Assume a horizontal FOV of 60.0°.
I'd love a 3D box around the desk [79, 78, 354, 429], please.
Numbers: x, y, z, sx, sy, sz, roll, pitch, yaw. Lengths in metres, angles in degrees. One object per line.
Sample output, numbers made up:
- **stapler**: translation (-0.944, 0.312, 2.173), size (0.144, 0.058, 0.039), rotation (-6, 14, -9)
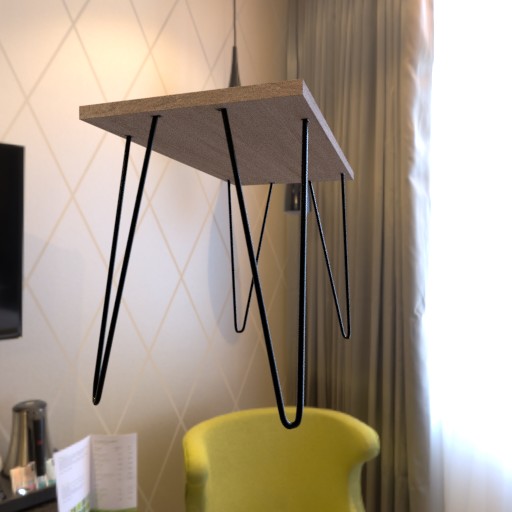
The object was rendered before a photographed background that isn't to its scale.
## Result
- **desk**: translation (0.000, 0.000, 1.369), size (0.499, 0.660, 0.991), rotation (0, 0, 18)
